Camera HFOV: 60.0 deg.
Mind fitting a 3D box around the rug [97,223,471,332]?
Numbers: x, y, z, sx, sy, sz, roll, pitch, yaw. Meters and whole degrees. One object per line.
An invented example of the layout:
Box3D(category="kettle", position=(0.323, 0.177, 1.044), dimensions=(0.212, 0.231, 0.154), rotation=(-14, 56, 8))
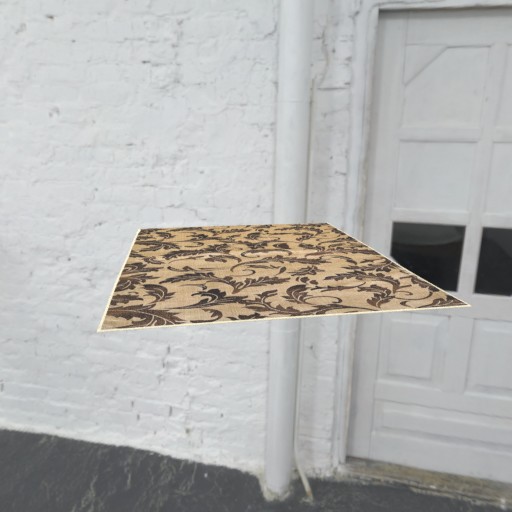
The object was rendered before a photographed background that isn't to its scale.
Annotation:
Box3D(category="rug", position=(0.000, 0.000, 4.133), dimensions=(2.380, 0.008, 2.977), rotation=(-3, 15, -9))
